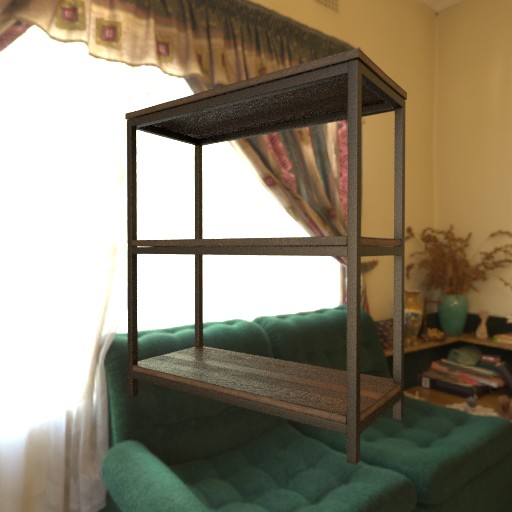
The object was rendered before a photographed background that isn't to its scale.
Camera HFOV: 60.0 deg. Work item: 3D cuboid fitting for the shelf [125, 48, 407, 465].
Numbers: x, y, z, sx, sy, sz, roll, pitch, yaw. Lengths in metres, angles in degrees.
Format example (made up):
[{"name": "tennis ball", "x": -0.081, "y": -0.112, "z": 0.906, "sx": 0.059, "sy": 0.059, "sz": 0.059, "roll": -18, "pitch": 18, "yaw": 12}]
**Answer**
[{"name": "shelf", "x": 0.000, "y": 0.000, "z": 1.387, "sx": 0.822, "sy": 0.947, "sz": 0.352, "roll": 1, "pitch": 1, "yaw": 36}]
